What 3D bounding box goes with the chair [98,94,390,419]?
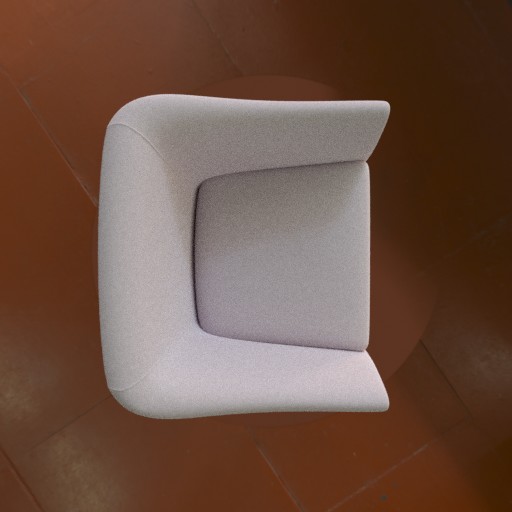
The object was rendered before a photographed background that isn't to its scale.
[{"bbox_3d":[0.000,0.000,1.336,0.700,0.720,0.790,0,91,1],"label":"chair"}]
